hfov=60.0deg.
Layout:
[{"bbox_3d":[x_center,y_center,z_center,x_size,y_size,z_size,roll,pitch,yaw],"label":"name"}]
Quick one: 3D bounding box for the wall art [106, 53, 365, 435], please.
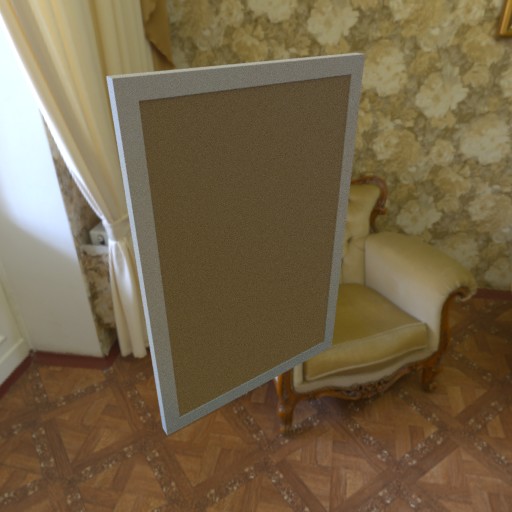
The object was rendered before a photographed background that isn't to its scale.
[{"bbox_3d":[0.000,0.000,1.422,0.764,1.143,0.038,-20,36,-30],"label":"wall art"}]
